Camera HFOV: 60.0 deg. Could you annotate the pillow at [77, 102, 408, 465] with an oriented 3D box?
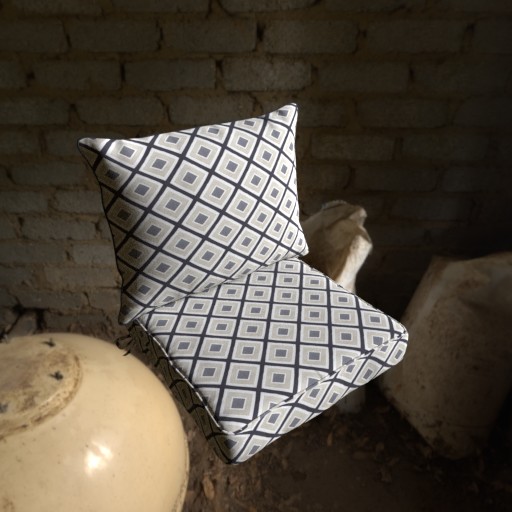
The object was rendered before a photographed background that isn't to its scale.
[{"bbox_3d":[0.000,0.000,1.343,0.798,0.722,0.733,-20,36,-30],"label":"pillow"}]
